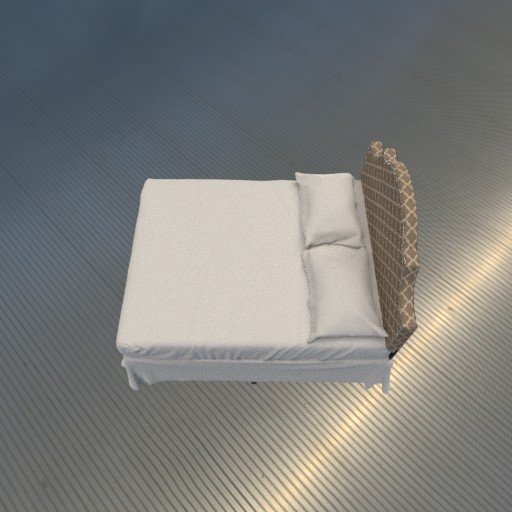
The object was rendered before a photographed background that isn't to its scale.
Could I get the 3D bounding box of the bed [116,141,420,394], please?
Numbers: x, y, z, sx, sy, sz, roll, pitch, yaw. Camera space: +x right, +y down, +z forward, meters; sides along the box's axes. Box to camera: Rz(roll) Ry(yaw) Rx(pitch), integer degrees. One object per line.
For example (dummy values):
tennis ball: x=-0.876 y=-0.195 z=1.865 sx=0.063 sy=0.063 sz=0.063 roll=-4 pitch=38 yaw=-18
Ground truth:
bed: x=0.000 y=0.000 z=3.457 sx=2.222 sy=1.633 sz=1.780 roll=0 pitch=59 yaw=0
